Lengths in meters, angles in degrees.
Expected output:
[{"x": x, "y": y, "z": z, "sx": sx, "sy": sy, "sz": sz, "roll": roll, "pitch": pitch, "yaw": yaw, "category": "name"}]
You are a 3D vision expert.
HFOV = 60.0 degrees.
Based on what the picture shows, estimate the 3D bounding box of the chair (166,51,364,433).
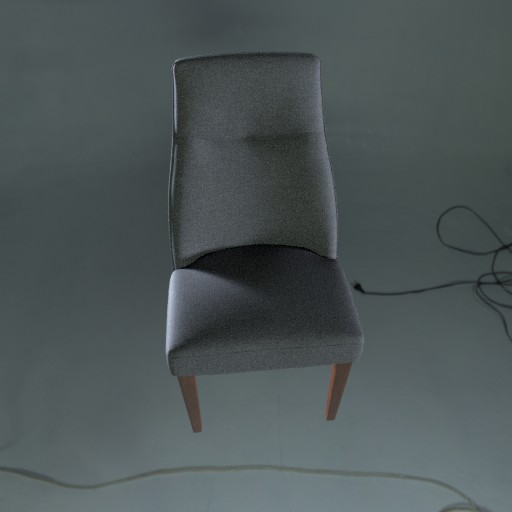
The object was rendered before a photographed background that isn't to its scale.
[{"x": 0.000, "y": 0.000, "z": 1.275, "sx": 0.500, "sy": 0.930, "sz": 0.620, "roll": -4, "pitch": 47, "yaw": -4, "category": "chair"}]
